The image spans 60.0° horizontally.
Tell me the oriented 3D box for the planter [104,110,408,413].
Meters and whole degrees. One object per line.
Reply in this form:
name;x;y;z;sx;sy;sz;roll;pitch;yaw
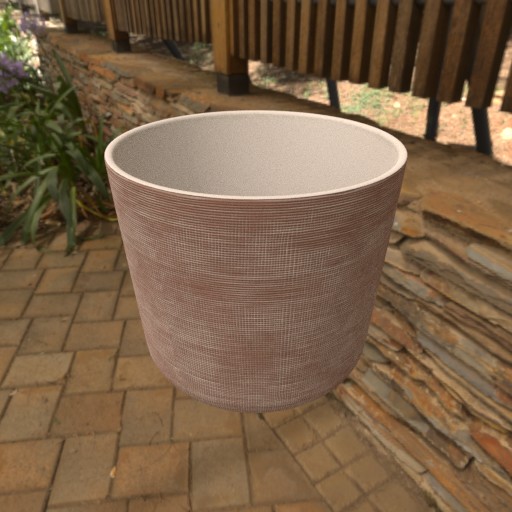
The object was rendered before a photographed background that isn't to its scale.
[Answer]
planter;0.000;0.000;0.769;0.440;0.398;0.440;0;30;0
